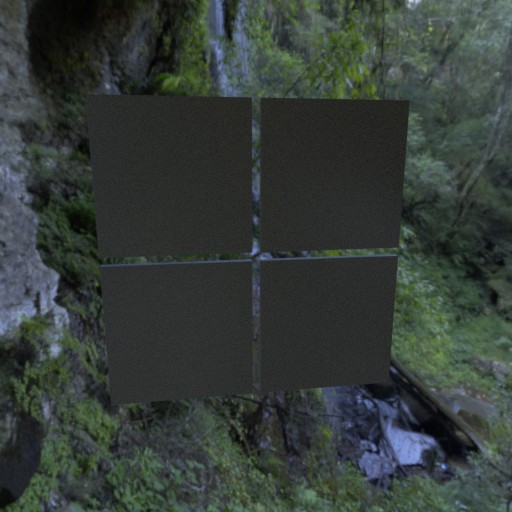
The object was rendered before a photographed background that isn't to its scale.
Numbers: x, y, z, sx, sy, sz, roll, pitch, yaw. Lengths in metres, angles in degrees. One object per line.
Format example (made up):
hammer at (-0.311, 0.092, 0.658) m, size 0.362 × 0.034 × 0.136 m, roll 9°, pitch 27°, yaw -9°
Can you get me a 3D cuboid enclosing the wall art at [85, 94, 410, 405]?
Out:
wall art at (0.000, 0.000, 1.654) m, size 1.118 × 1.118 × 0.029 m, roll -2°, pitch 13°, yaw -9°
